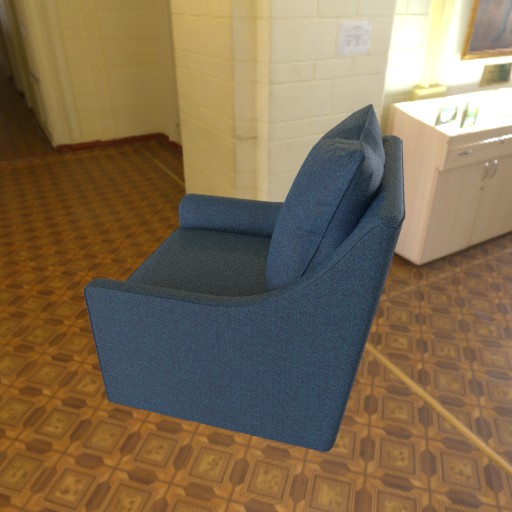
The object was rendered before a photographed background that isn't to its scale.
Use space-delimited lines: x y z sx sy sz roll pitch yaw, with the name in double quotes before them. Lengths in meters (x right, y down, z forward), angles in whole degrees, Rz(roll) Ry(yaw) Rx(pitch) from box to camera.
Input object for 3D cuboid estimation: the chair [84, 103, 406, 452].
"chair" 0.000 0.000 1.530 0.870 0.939 0.750 8 31 13
